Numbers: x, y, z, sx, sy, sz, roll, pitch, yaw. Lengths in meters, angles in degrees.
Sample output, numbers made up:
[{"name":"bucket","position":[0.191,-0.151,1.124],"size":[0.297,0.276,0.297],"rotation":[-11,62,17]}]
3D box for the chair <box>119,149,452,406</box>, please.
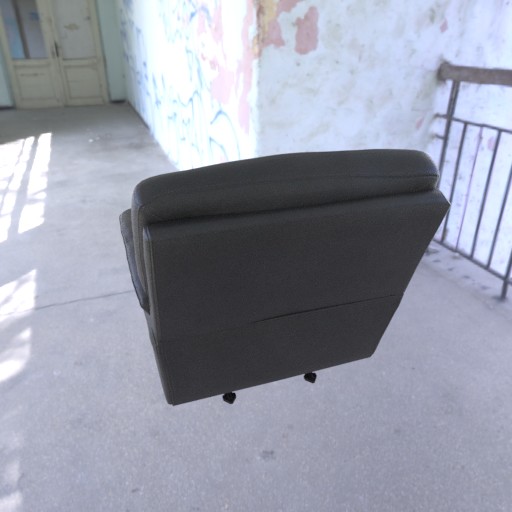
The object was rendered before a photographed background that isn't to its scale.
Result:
[{"name":"chair","position":[0.000,0.000,1.956],"size":[1.096,1.109,1.087],"rotation":[-9,29,-17]}]
